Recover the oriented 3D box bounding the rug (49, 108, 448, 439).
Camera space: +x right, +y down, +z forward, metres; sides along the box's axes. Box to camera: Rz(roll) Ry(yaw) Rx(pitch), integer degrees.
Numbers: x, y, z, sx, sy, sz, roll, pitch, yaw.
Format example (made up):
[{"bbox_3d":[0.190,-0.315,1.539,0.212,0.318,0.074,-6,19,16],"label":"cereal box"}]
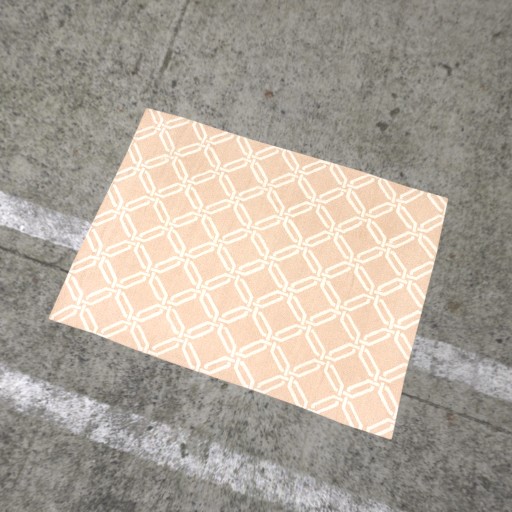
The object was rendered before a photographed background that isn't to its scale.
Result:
[{"bbox_3d":[0.000,0.000,4.370,3.365,0.020,2.452,18,75,5],"label":"rug"}]
